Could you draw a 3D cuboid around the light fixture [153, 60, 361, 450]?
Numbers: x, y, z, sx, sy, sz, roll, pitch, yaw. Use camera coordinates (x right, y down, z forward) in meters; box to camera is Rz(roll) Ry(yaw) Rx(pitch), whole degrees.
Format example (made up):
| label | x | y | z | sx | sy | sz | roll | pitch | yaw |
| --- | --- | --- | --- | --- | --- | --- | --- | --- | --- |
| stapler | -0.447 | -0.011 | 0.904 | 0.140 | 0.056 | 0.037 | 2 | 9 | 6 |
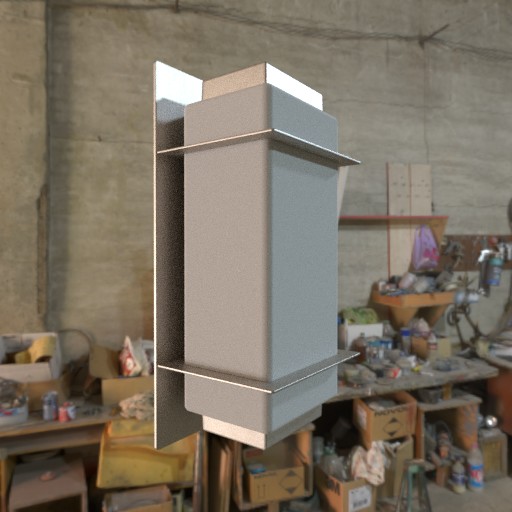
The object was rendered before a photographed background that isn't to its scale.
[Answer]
| label | x | y | z | sx | sy | sz | roll | pitch | yaw |
| --- | --- | --- | --- | --- | --- | --- | --- | --- | --- |
| light fixture | 0.000 | 0.000 | 0.463 | 0.160 | 0.380 | 0.168 | 1 | 1 | 37 |
